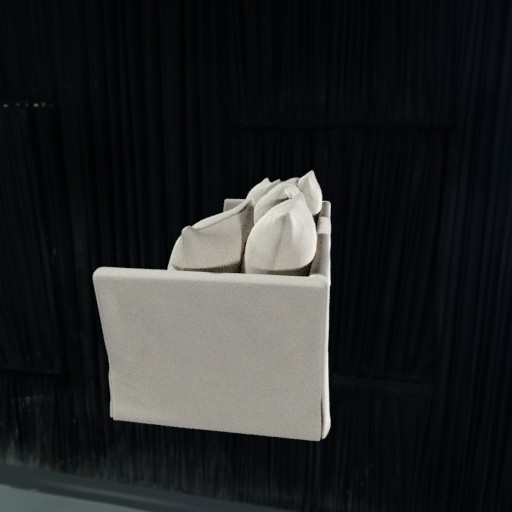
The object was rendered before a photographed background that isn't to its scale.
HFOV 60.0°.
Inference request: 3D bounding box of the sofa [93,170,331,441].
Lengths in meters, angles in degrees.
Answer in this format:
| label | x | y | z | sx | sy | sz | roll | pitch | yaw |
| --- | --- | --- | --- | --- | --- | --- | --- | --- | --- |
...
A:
| label | x | y | z | sx | sy | sz | roll | pitch | yaw |
| --- | --- | --- | --- | --- | --- | --- | --- | --- | --- |
| sofa | 0.000 | 0.000 | 3.025 | 1.046 | 1.047 | 2.499 | 2 | 15 | 9 |
